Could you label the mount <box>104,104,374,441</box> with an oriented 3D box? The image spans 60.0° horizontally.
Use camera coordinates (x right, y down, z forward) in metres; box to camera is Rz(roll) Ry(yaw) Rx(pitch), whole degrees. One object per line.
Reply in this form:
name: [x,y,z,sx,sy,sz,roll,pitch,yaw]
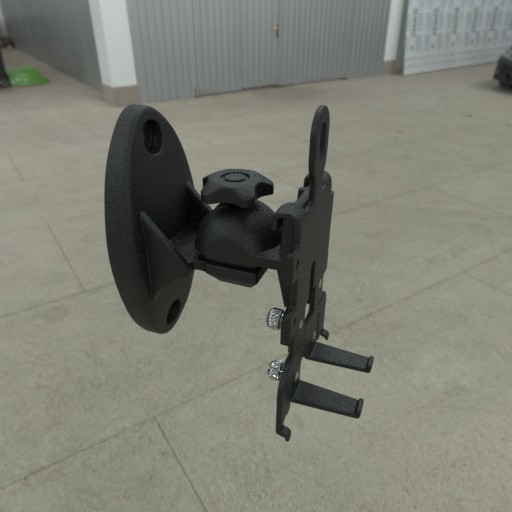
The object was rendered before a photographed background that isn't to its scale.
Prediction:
mount: [0.000,0.000,0.175,0.100,0.118,0.066,11,32,18]
